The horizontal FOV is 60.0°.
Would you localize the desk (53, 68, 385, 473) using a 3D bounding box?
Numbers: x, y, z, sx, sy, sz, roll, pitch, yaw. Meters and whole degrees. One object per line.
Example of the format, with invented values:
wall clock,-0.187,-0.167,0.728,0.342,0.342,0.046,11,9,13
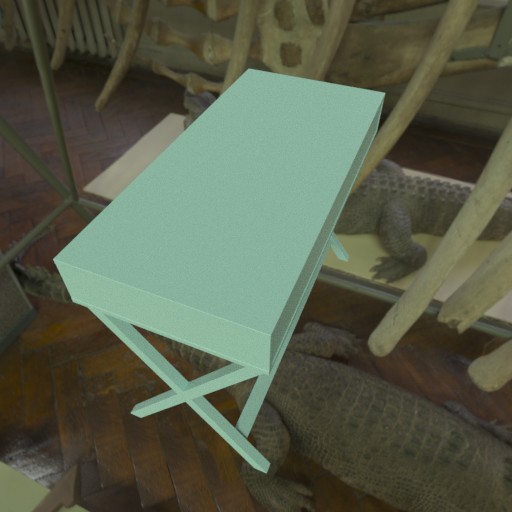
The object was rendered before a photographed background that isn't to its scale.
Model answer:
desk,0.000,0.000,1.505,0.509,0.780,1.059,17,48,16
